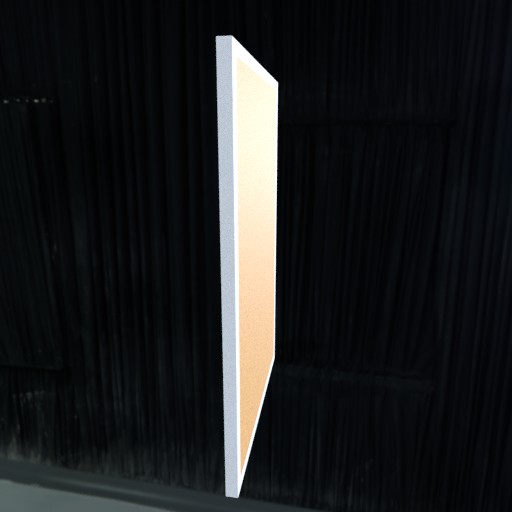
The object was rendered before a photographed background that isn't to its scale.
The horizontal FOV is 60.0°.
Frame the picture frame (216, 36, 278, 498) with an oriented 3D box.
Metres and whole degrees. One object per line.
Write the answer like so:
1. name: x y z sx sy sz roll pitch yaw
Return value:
1. picture frame: 0.000 0.000 0.546 0.013 0.434 0.305 2 15 9
